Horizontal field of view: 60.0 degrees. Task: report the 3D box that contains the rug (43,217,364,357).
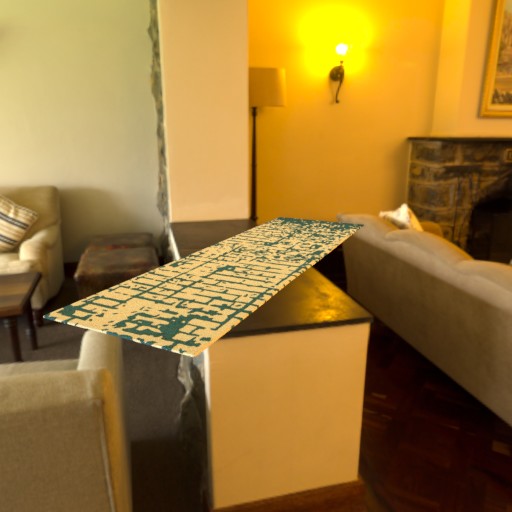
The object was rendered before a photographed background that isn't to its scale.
[{"bbox_3d":[0.000,0.000,2.712,0.750,0.011,2.435,8,18,25],"label":"rug"}]
